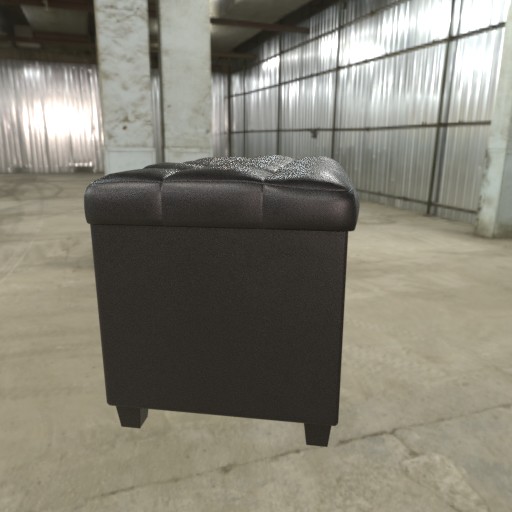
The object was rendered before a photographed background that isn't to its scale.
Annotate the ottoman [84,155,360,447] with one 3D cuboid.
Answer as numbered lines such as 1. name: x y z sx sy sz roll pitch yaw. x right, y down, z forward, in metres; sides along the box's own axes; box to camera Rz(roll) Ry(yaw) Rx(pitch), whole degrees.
1. ottoman: 0.000 0.000 1.097 0.432 0.470 0.838 2 14 8
